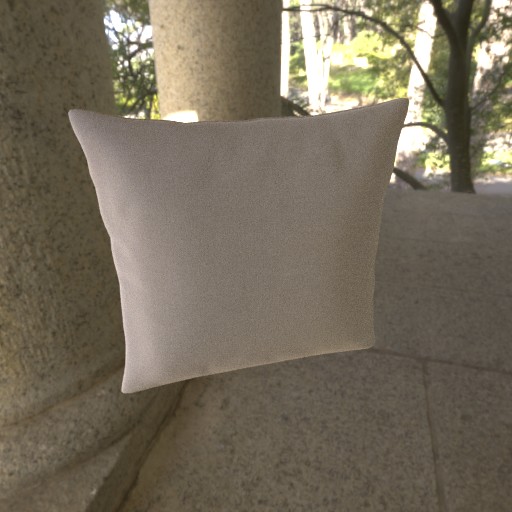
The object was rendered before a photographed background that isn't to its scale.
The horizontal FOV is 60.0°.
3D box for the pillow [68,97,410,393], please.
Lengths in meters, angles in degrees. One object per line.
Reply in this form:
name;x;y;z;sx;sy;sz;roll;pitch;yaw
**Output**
pillow;0.000;0.000;0.771;0.523;0.510;0.166;-7;27;-13
